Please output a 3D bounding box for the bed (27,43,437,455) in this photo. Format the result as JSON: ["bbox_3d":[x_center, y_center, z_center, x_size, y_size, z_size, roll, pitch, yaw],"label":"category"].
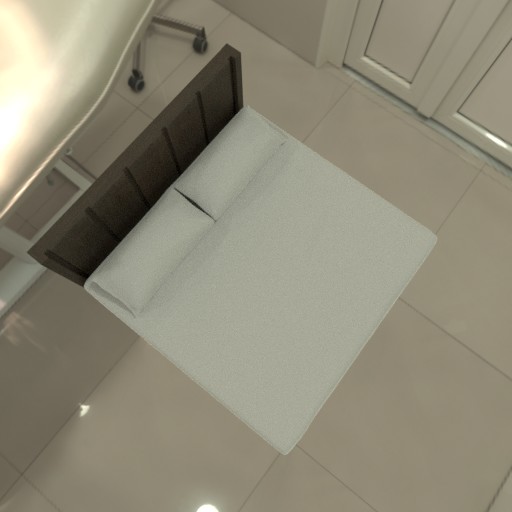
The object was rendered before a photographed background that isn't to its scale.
[{"bbox_3d":[0.000,0.000,3.613,2.238,1.261,2.143,37,78,10],"label":"bed"}]
